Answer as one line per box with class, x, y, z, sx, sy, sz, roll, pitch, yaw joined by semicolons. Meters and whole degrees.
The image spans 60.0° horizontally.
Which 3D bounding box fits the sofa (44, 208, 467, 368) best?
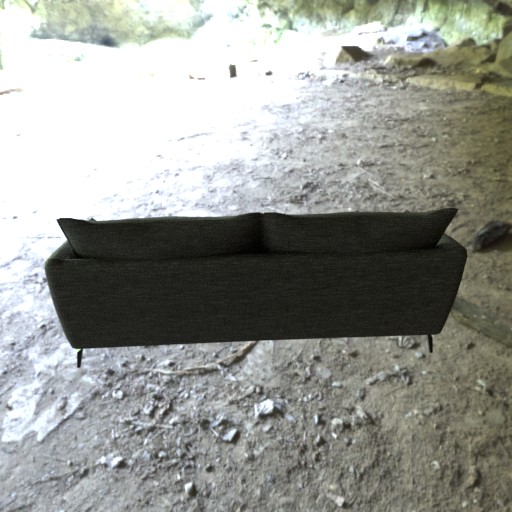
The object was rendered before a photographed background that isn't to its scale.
sofa;0.000;0.000;2.383;2.019;0.843;0.807;-2;30;-3
